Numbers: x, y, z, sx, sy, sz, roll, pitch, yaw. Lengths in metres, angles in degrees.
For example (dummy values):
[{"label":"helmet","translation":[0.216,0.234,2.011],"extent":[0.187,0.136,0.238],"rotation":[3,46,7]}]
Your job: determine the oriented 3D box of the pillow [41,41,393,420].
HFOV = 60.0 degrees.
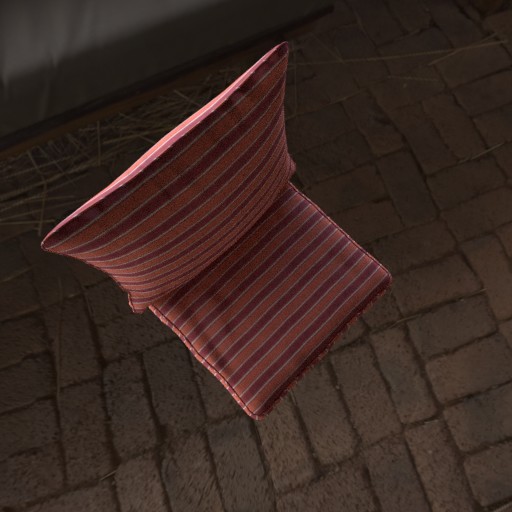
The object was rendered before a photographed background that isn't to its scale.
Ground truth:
[{"label":"pillow","translation":[0.000,0.000,1.347],"extent":[0.799,0.723,0.733],"rotation":[-43,78,-11]}]
